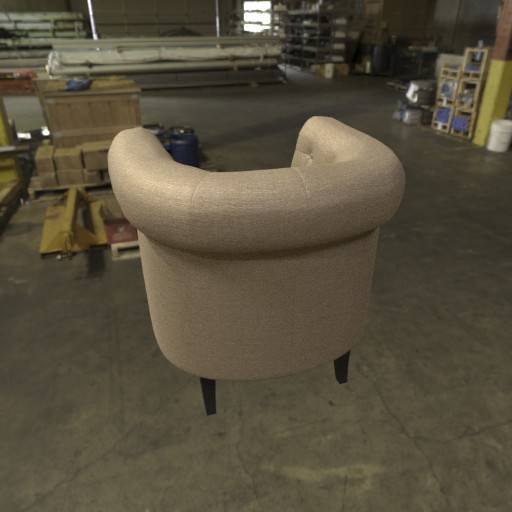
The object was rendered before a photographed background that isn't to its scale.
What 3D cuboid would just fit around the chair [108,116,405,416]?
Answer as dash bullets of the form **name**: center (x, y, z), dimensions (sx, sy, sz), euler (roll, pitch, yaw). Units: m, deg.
- **chair**: center (0.000, 0.000, 1.569), dimensions (0.905, 0.827, 0.852), euler (-8, 29, -15)
